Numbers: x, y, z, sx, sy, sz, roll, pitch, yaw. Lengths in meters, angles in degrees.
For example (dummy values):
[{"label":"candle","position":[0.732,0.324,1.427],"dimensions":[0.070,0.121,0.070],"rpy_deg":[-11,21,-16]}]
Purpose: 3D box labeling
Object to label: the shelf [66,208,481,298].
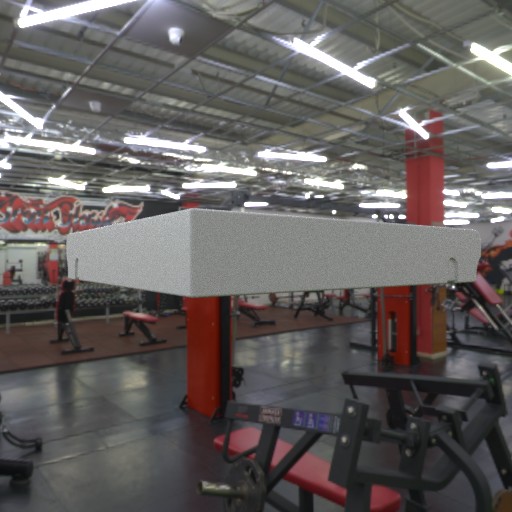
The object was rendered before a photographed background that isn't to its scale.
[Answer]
[{"label":"shelf","position":[0.000,0.000,0.461],"dimensions":[0.310,0.050,0.310],"rpy_deg":[0,-1,-36]}]
